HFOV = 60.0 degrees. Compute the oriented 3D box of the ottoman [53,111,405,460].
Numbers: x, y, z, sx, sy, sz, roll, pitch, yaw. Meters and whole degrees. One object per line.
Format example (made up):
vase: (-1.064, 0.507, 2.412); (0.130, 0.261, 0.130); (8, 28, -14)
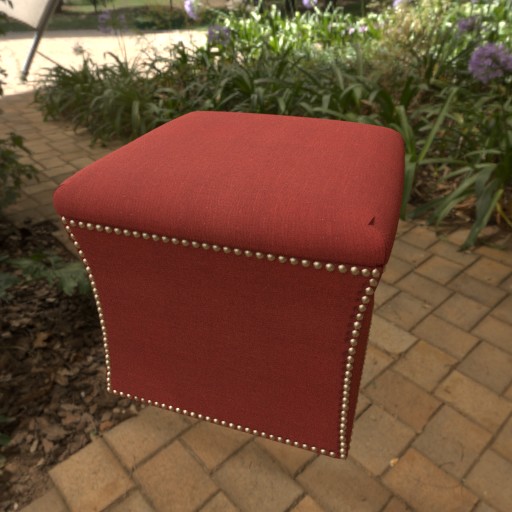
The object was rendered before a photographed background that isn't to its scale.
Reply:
ottoman: (0.000, 0.000, 0.884); (0.507, 0.475, 0.497); (10, 32, 16)
